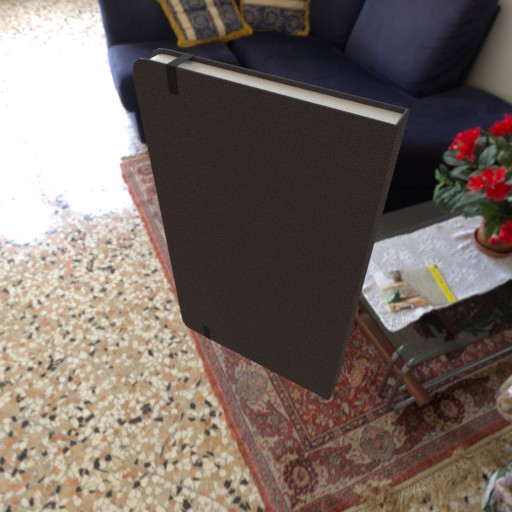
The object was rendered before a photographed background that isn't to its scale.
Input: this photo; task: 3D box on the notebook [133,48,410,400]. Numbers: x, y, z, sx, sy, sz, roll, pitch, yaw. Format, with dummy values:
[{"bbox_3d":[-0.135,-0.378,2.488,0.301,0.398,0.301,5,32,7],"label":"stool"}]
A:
[{"bbox_3d":[0.000,0.000,0.262,0.127,0.213,0.016,23,50,21],"label":"notebook"}]
